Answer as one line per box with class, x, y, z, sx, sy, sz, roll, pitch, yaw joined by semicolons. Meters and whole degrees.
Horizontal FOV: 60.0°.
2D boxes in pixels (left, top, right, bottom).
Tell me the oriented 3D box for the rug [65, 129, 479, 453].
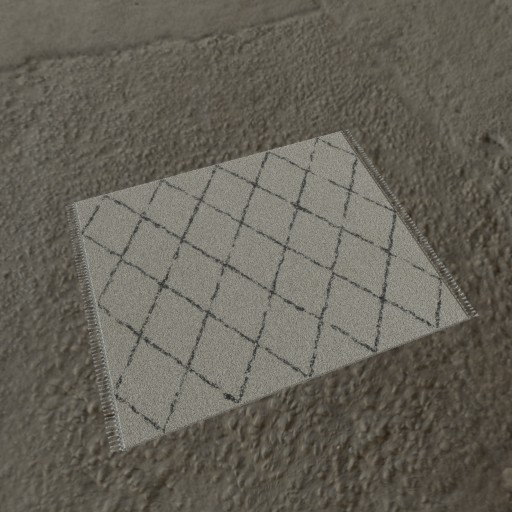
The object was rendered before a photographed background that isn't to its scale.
rug;0.000;0.000;3.969;3.051;0.013;2.380;-17;59;-11
